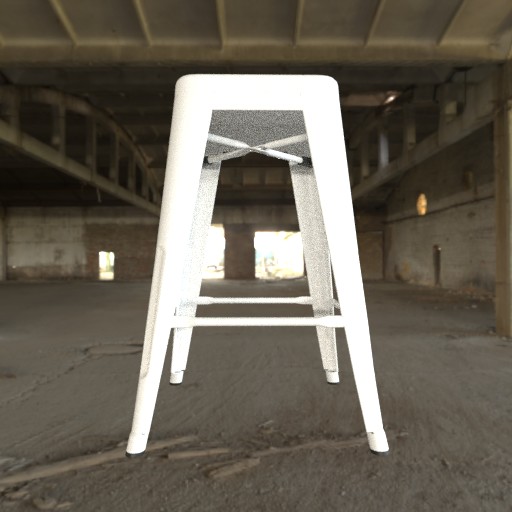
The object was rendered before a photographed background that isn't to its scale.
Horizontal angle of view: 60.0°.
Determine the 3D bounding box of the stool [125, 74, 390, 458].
[{"bbox_3d":[0.000,0.000,0.874,0.406,0.610,0.406,0,0,-1],"label":"stool"}]
